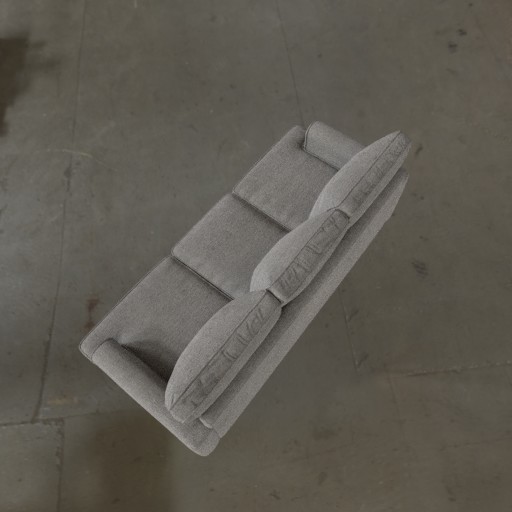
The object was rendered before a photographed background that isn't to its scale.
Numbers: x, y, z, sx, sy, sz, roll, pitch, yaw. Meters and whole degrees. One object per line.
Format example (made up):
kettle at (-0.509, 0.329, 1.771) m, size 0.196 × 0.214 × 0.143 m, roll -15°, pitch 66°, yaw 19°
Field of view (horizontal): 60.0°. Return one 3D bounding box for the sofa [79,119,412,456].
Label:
sofa at (0.000, 0.000, 2.748) m, size 0.951 × 0.965 × 2.158 m, roll 35°, pitch 68°, yaw 16°
